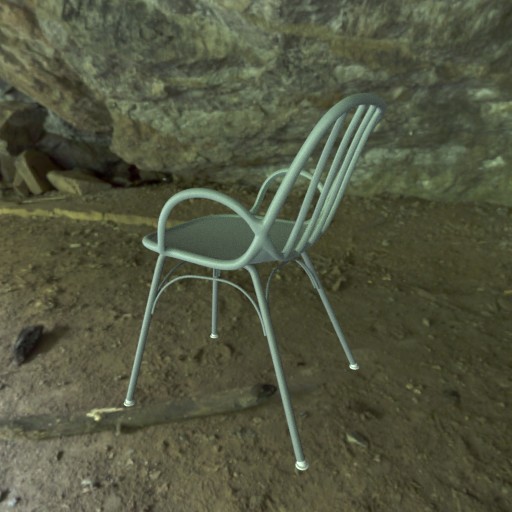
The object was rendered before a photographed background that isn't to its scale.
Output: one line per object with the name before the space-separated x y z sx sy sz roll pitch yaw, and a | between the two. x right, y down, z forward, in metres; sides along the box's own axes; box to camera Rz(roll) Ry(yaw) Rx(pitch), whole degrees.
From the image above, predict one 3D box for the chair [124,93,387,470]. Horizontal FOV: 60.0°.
chair | 0.000 0.000 1.211 0.597 0.816 0.549 8 18 25
